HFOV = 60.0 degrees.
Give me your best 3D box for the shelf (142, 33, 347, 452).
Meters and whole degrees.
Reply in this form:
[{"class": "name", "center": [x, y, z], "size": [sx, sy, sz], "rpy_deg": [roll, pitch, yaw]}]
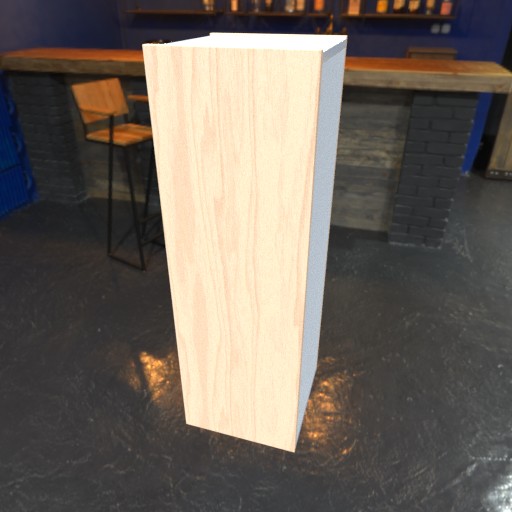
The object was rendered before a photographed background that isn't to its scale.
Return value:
[{"class": "shelf", "center": [0.000, 0.000, 1.023], "size": [0.290, 0.900, 0.300], "rpy_deg": [9, 31, 15]}]
